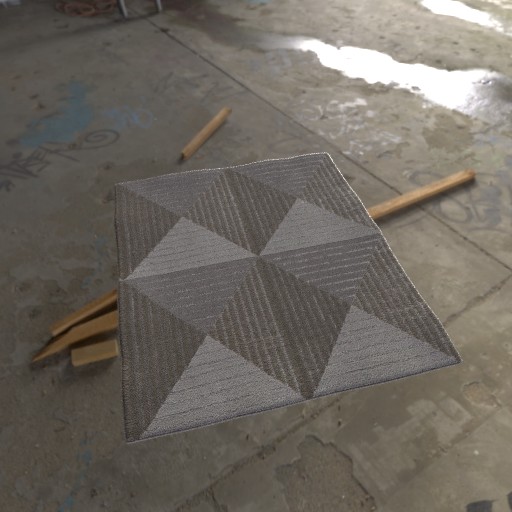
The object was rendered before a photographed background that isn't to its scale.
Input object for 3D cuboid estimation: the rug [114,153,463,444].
[{"bbox_3d":[0.000,0.000,0.894,0.551,0.008,0.642,-10,47,-10],"label":"rug"}]
